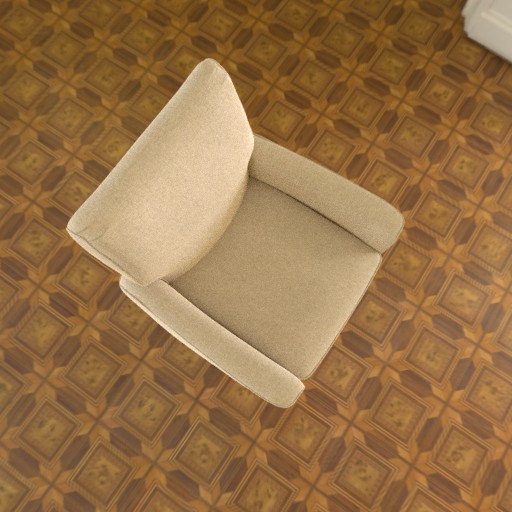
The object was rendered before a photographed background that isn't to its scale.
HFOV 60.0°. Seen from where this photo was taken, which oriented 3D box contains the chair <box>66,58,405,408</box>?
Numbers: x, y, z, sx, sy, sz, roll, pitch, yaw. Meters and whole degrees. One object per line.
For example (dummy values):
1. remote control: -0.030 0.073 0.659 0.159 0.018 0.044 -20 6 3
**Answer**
1. chair: 0.000 0.000 1.691 0.859 1.023 0.845 33 78 8
